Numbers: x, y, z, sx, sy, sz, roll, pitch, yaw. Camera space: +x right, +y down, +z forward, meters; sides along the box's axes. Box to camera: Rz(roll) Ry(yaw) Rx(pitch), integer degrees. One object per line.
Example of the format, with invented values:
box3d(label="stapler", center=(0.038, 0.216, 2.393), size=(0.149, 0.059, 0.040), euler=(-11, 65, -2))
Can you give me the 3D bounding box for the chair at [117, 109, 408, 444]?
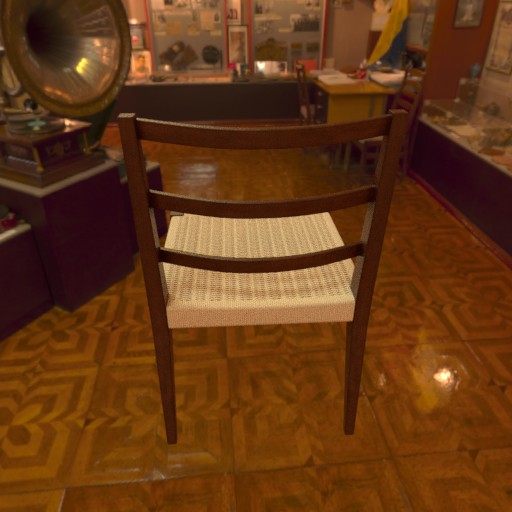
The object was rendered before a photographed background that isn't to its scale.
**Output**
box3d(label="chair", center=(0.000, 0.000, 1.120), size=(0.480, 0.813, 0.551), euler=(-2, 31, -3))
